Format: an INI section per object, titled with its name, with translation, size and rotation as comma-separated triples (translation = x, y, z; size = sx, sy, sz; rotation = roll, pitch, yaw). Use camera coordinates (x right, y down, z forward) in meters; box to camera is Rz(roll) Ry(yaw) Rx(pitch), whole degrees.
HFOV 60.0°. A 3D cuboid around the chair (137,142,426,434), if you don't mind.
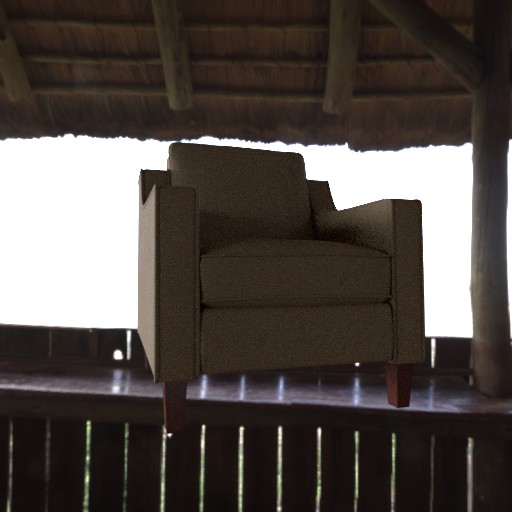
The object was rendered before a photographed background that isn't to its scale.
[chair]
translation = 0.000, 0.000, 1.675
size = 0.831, 0.960, 0.909
rotation = 0, -2, -18
